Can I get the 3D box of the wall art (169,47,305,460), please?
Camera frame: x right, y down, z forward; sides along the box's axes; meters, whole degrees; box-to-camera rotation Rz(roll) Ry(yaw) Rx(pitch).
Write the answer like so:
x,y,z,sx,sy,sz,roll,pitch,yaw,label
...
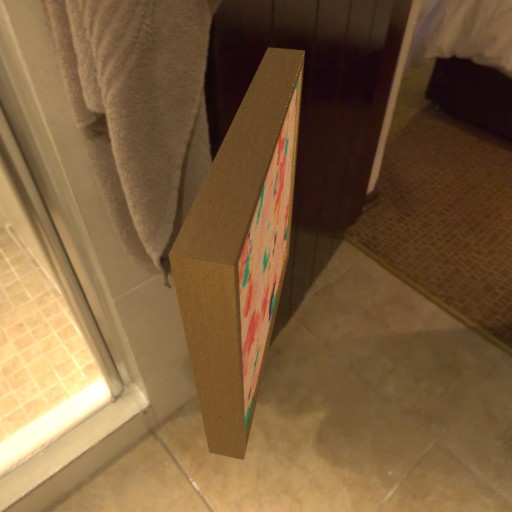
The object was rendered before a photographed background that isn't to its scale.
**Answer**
x,y,z,sx,sy,sz,roll,pitch,yaw,label
0.000,0.000,0.463,0.038,0.305,0.304,9,47,8,wall art
